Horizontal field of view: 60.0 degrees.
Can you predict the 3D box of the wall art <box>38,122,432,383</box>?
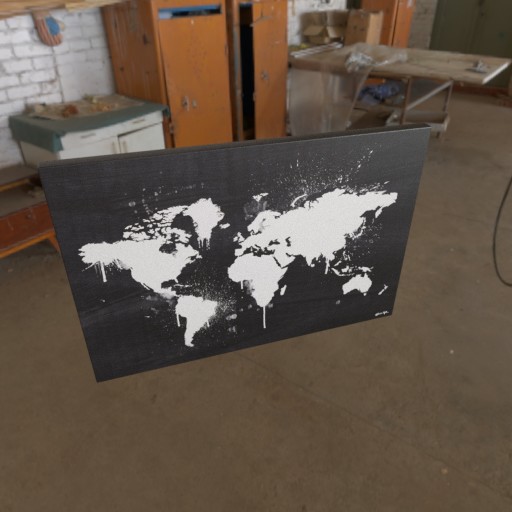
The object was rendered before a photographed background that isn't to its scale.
[{"bbox_3d":[0.000,0.000,1.163,0.912,0.612,0.038,-10,34,-15],"label":"wall art"}]
